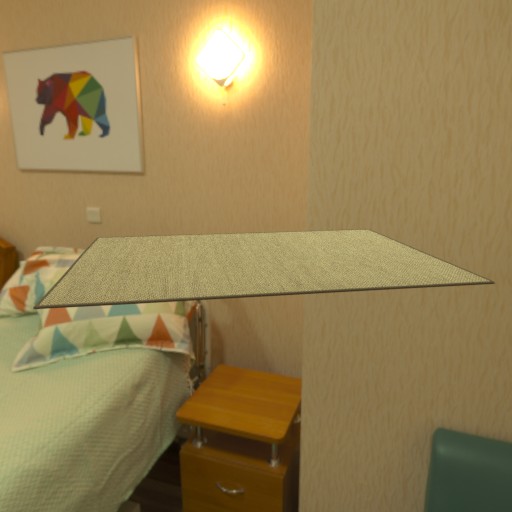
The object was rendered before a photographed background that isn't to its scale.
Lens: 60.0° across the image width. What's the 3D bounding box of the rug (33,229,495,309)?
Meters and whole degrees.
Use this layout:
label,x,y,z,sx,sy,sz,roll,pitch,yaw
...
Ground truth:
label,x,y,z,sx,sy,sz,roll,pitch,yaw
rug,0.000,0.000,2.725,2.133,0.012,1.523,-2,14,-9
